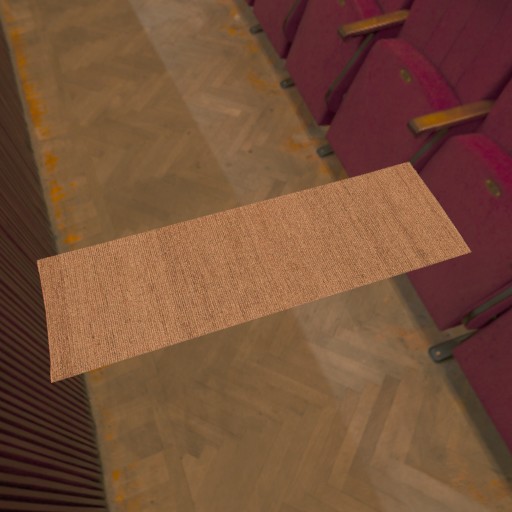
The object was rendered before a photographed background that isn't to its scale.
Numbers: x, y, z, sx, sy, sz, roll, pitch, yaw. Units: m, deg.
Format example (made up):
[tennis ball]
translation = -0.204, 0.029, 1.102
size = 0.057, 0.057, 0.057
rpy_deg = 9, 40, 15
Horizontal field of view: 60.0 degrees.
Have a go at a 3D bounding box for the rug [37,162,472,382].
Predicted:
[rug]
translation = 0.000, 0.000, 2.545
size = 2.390, 0.014, 0.741
rpy_deg = -16, 60, -9
